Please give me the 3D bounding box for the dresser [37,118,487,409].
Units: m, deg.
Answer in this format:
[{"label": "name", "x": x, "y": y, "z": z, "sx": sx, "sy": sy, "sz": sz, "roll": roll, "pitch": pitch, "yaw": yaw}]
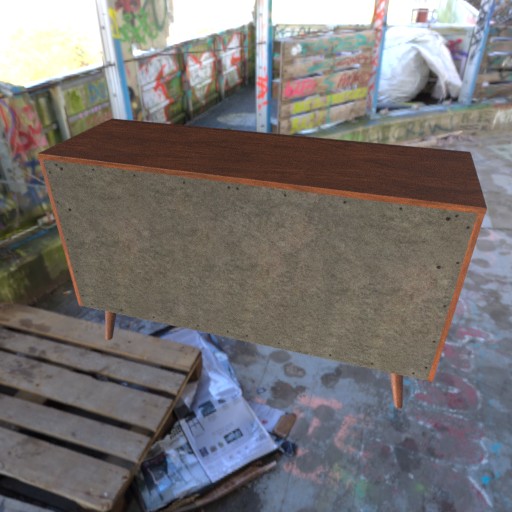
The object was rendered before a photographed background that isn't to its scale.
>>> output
[{"label": "dresser", "x": 0.000, "y": 0.000, "z": 1.831, "sx": 1.472, "sy": 0.889, "sz": 0.500, "roll": 9, "pitch": 34, "yaw": 14}]
